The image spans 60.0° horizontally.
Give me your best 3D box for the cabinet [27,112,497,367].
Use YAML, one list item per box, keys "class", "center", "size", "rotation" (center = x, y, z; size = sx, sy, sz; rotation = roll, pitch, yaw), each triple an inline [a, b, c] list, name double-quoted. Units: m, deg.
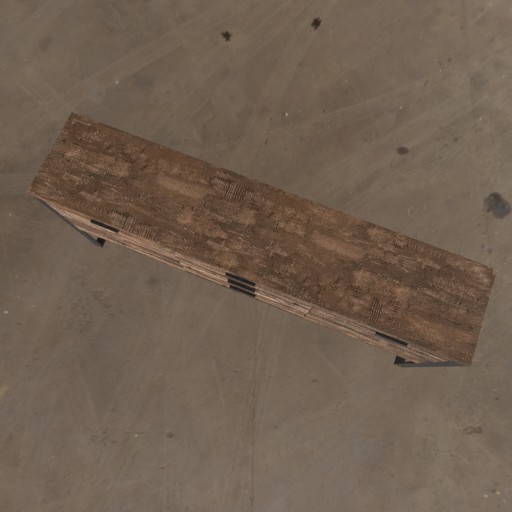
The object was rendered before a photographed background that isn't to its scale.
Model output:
- class: "cabinet"
  center: [0.000, 0.000, 2.075]
  size: [1.800, 0.762, 0.395]
  rotation: [21, 77, 5]
